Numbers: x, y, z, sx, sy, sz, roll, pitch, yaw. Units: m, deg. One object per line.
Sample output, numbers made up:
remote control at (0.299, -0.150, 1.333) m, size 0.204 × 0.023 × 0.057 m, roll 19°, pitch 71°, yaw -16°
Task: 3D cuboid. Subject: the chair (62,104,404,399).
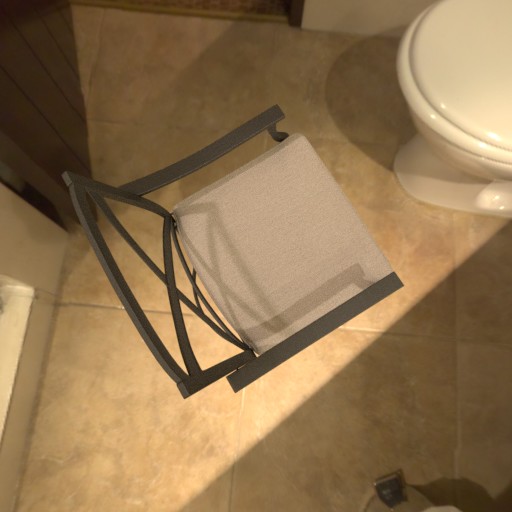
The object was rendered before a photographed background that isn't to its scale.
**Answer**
chair at (0.000, 0.000, 1.272) m, size 0.620 × 0.889 × 0.575 m, roll -31°, pitch 78°, yaw -7°
